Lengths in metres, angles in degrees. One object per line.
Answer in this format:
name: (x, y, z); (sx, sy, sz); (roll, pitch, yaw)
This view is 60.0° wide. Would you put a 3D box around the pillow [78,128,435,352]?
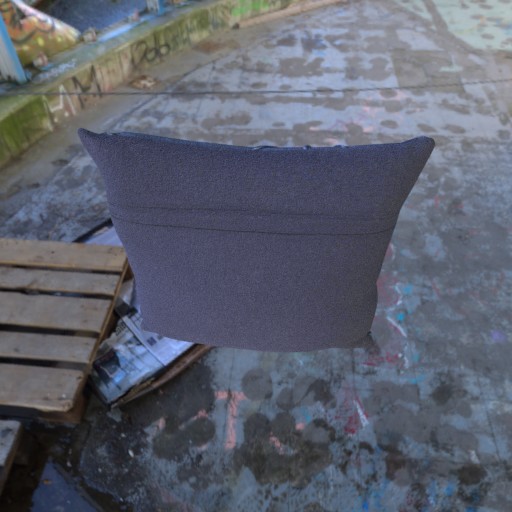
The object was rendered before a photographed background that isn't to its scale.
pillow: (0.000, 0.000, 0.685); (0.439, 0.440, 0.183); (3, 47, 3)
